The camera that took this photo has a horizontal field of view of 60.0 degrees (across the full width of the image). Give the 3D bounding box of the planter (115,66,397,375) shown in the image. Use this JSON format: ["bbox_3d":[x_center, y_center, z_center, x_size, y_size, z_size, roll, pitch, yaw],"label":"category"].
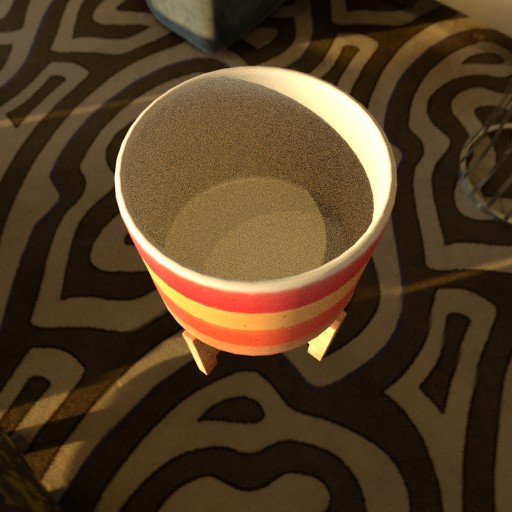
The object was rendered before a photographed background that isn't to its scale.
[{"bbox_3d":[0.000,0.000,0.571,0.269,0.379,0.269,0,63,0],"label":"planter"}]
